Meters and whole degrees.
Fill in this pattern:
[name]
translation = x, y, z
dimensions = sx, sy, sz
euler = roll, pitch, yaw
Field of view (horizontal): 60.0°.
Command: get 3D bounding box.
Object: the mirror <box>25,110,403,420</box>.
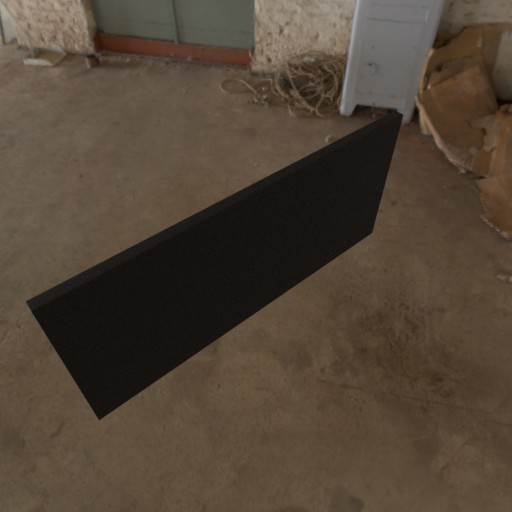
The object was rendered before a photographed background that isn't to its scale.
[mirror]
translation = 0.000, 0.000, 1.780
dimensions = 1.584, 0.692, 0.047
euler = -31, 54, -26
